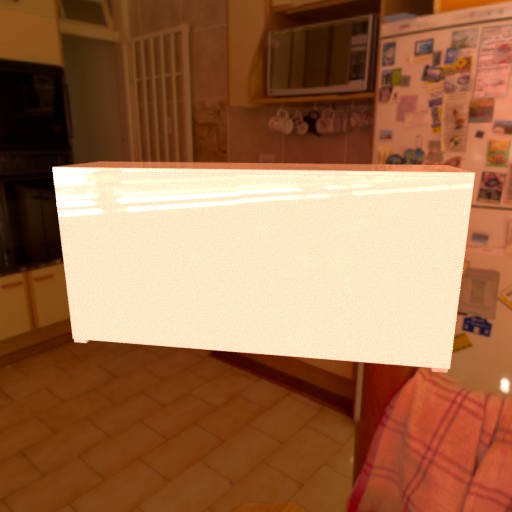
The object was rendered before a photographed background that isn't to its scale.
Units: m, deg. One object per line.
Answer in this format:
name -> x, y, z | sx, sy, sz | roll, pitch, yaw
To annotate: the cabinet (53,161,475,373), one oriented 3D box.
cabinet -> 0.000, 0.000, 2.007 | 1.650, 0.800, 0.400 | 3, 16, 9
